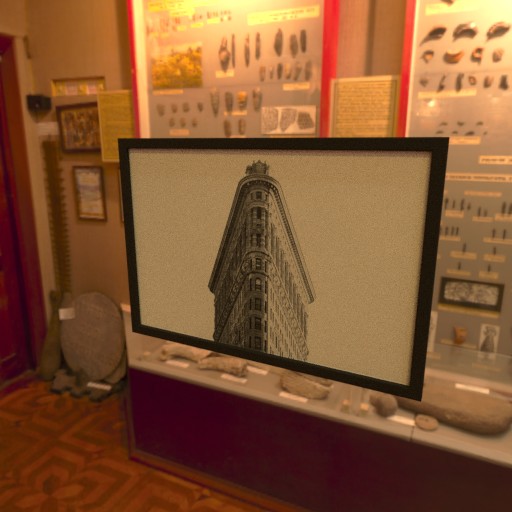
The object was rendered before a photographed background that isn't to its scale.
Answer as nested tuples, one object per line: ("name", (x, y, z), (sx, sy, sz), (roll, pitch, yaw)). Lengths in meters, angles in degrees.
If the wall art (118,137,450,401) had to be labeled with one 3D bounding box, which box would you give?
("wall art", (0.000, 0.000, 1.272), (0.958, 0.656, 0.026), (7, 16, 26))
